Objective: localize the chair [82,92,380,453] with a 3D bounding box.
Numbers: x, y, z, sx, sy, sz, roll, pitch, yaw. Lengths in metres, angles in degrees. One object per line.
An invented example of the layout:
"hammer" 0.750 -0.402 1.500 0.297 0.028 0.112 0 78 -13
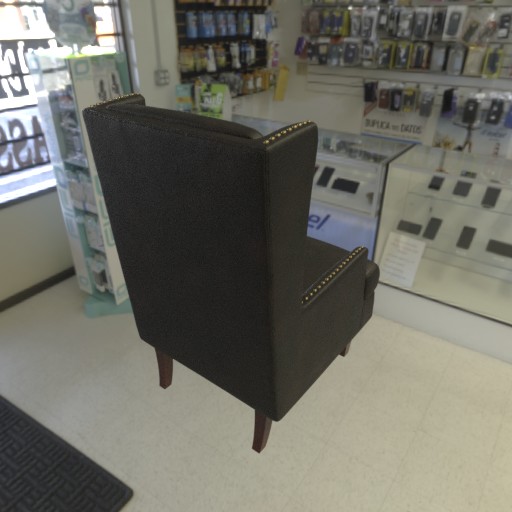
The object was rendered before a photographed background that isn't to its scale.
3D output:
"chair" 0.000 0.000 1.644 0.703 1.142 0.799 21 35 32
